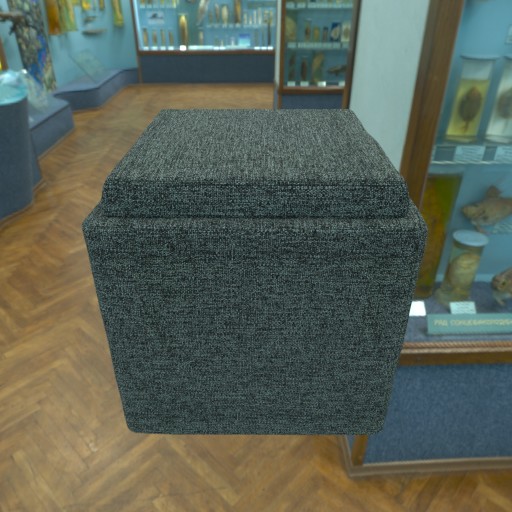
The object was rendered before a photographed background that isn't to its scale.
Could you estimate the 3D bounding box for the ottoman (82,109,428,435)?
[{"bbox_3d":[0.000,0.000,0.827,0.450,0.463,0.450,0,31,0],"label":"ottoman"}]
